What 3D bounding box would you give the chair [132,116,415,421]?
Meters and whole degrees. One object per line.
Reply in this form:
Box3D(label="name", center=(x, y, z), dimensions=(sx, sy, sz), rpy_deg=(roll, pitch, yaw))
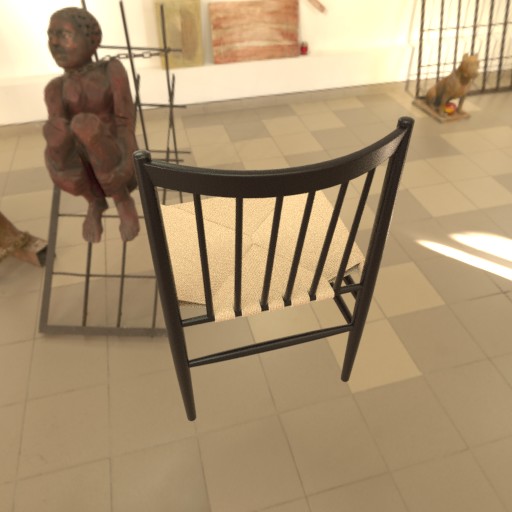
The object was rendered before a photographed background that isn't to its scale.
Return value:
Box3D(label="chair", center=(0.000, 0.000, 1.119), dimensions=(0.495, 0.818, 0.516), rpy_deg=(-10, 43, -11))
